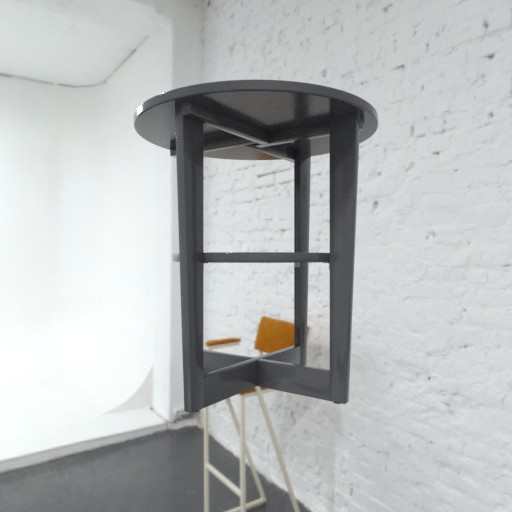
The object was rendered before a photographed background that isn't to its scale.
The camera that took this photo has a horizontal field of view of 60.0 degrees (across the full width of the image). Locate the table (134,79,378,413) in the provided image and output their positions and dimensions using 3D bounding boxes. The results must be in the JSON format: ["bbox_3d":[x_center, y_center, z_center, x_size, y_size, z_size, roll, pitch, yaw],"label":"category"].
[{"bbox_3d":[0.000,0.000,0.939,0.500,0.550,0.500,0,0,0],"label":"table"}]
